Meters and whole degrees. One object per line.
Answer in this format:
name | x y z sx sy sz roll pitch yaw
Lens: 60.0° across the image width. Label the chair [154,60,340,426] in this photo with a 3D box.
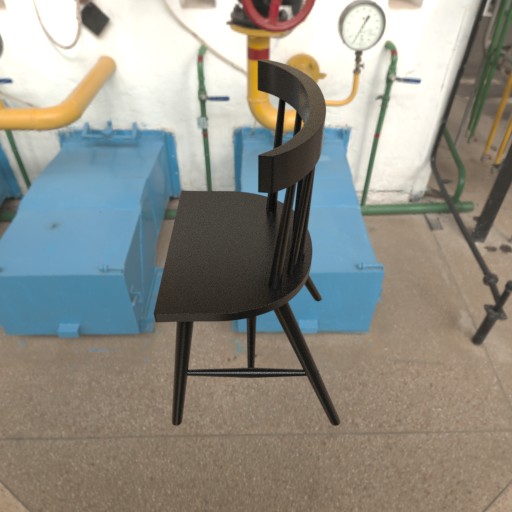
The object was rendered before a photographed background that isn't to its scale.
chair | 0.000 0.000 1.167 0.483 0.844 0.506 0 42 0
